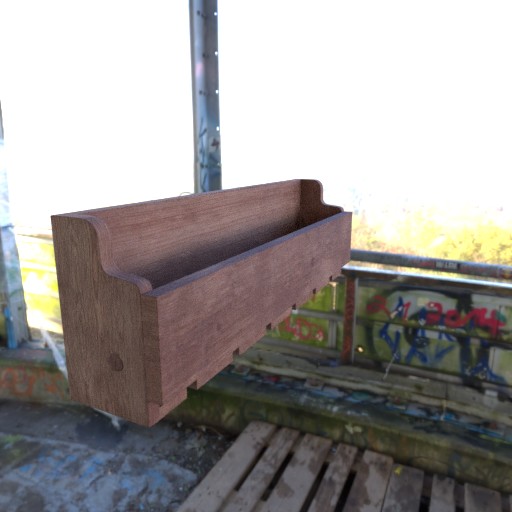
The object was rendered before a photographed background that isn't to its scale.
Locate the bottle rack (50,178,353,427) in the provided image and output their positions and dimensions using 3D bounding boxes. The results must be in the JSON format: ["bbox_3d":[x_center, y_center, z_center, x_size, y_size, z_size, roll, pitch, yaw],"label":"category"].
[{"bbox_3d":[0.000,0.000,0.680,0.126,0.196,0.608,7,15,27],"label":"bottle rack"}]
